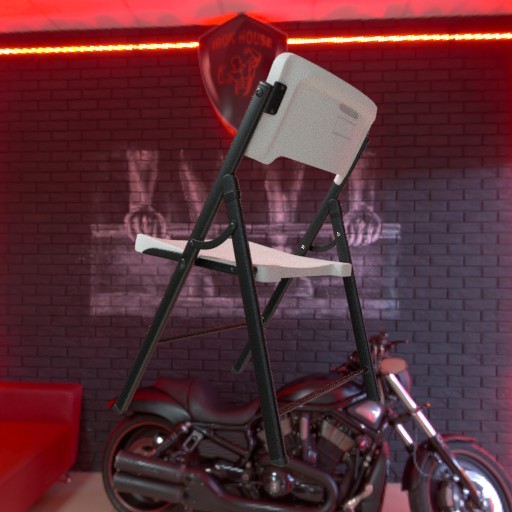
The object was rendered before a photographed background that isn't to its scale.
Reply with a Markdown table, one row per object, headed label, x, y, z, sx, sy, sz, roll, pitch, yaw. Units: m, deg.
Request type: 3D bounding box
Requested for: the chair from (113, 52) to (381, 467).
| label | x | y | z | sx | sy | sz | roll | pitch | yaw |
| --- | --- | --- | --- | --- | --- | --- | --- | --- | --- |
| chair | 0.000 | 0.000 | 1.127 | 0.577 | 0.765 | 0.482 | 0 | 0 | 37 |
